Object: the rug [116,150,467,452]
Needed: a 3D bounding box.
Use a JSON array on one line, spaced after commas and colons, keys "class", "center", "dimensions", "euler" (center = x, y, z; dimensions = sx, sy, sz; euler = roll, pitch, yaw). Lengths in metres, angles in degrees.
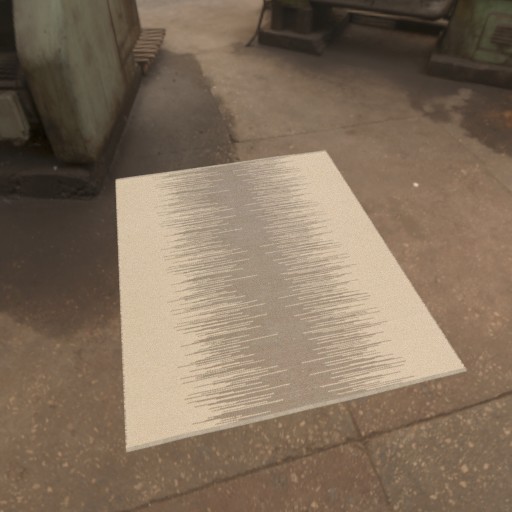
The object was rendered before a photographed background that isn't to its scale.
[{"class": "rug", "center": [0.000, 0.000, 4.067], "dimensions": [2.453, 0.010, 3.037], "euler": [-10, 47, -10]}]
